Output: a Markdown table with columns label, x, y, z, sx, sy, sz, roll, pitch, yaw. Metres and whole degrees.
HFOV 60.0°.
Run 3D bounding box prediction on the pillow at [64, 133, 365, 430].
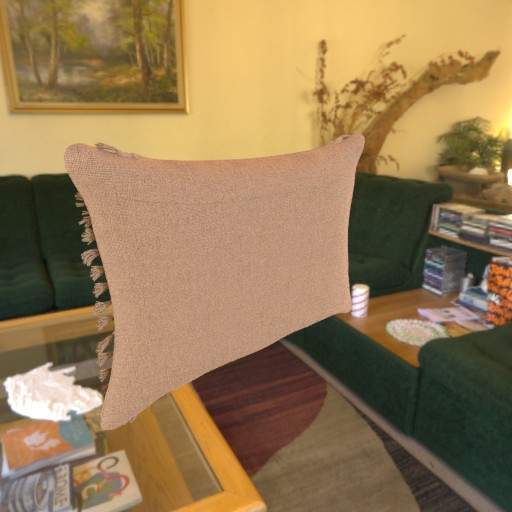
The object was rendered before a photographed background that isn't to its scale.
| label | x | y | z | sx | sy | sz | roll | pitch | yaw |
| --- | --- | --- | --- | --- | --- | --- | --- | --- | --- |
| pillow | 0.000 | 0.000 | 0.581 | 0.466 | 0.305 | 0.084 | -16 | 24 | -42 |
